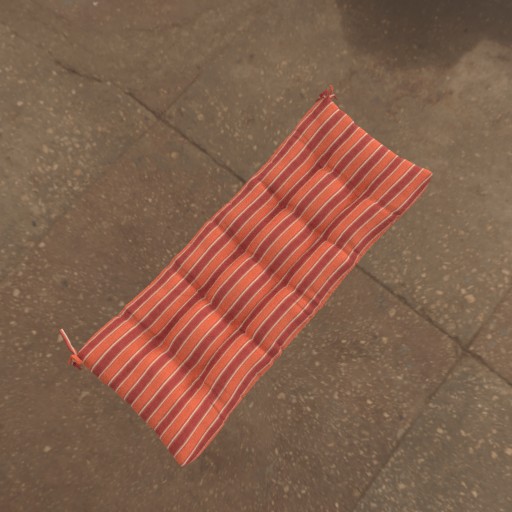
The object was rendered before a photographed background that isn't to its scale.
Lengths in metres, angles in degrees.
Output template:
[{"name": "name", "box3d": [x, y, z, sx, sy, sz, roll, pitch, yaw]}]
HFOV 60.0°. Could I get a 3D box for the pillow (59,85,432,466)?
[{"name": "pillow", "box3d": [0.000, 0.000, 1.336, 0.511, 0.174, 1.194, 41, 80, 9]}]
